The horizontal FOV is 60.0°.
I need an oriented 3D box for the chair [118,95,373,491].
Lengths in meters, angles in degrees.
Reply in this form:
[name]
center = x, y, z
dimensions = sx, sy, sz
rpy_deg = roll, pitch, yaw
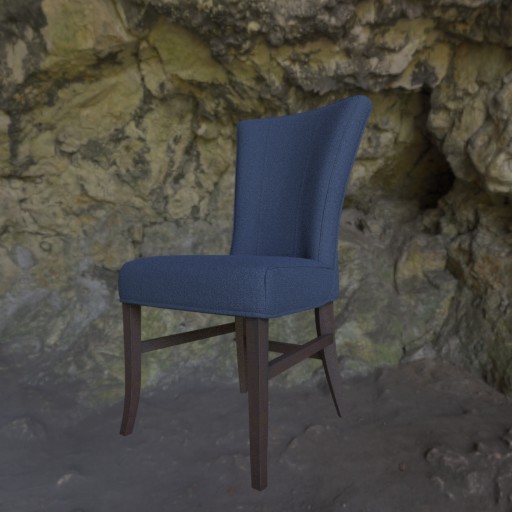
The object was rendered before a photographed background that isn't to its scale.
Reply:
[chair]
center = 0.000, 0.000, 1.327
dimensions = 0.520, 0.991, 0.660
rpy_deg = 1, 1, 37
